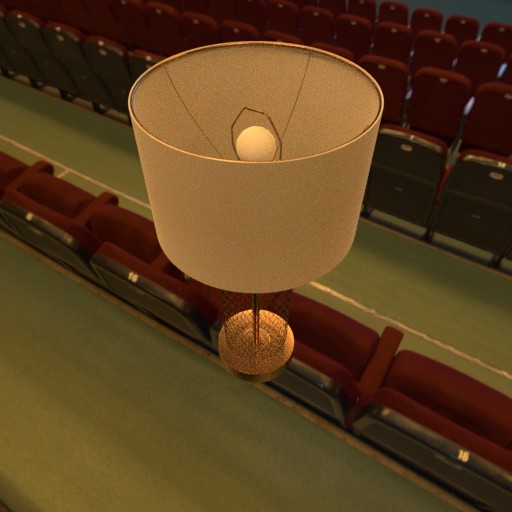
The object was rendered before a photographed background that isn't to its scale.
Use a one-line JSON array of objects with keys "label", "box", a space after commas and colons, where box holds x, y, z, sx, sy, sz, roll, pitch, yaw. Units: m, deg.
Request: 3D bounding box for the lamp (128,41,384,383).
[{"label": "lamp", "box": [0.000, 0.000, 0.620, 0.252, 0.483, 0.252, 24, 51, 22]}]
